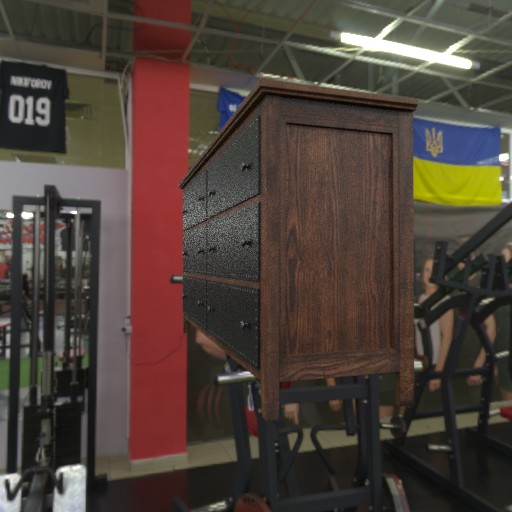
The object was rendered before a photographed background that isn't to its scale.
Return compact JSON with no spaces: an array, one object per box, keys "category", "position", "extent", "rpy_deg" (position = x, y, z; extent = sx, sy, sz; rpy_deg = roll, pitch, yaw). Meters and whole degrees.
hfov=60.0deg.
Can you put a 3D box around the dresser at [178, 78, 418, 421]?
[{"category":"dresser","position":[0.000,0.000,1.896],"extent":[0.463,0.856,1.551],"rpy_deg":[0,-1,-17]}]
